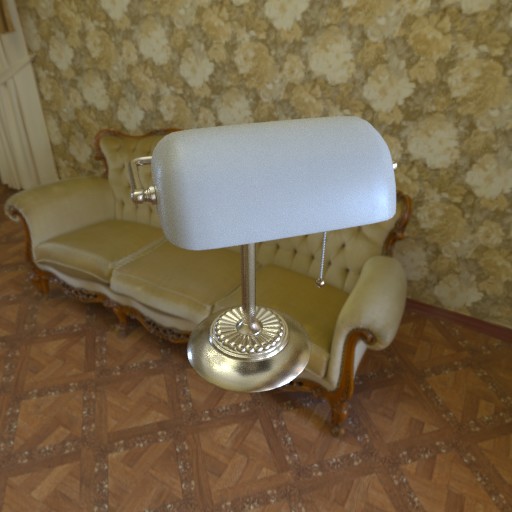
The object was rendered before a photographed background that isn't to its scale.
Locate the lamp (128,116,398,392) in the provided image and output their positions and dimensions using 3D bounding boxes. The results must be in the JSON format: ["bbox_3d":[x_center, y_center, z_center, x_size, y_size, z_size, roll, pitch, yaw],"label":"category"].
[{"bbox_3d":[0.000,0.000,0.529,0.264,0.339,0.243,-10,33,-15],"label":"lamp"}]
